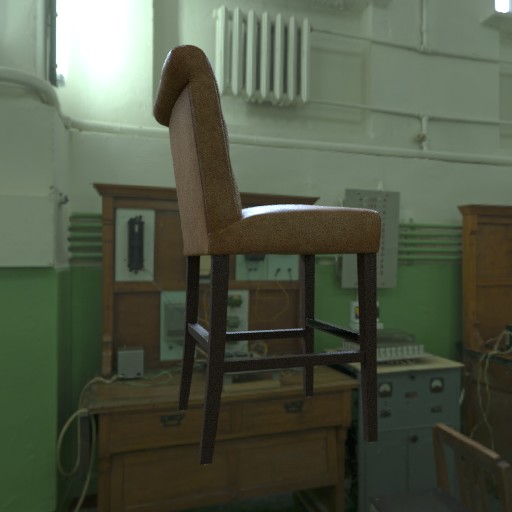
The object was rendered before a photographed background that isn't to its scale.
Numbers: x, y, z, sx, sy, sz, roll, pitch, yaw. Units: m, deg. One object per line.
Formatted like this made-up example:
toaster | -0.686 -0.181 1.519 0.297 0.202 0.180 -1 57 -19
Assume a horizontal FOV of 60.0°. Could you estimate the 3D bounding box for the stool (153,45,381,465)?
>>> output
stool | 0.000 0.000 1.374 0.601 1.047 0.493 0 0 -17
